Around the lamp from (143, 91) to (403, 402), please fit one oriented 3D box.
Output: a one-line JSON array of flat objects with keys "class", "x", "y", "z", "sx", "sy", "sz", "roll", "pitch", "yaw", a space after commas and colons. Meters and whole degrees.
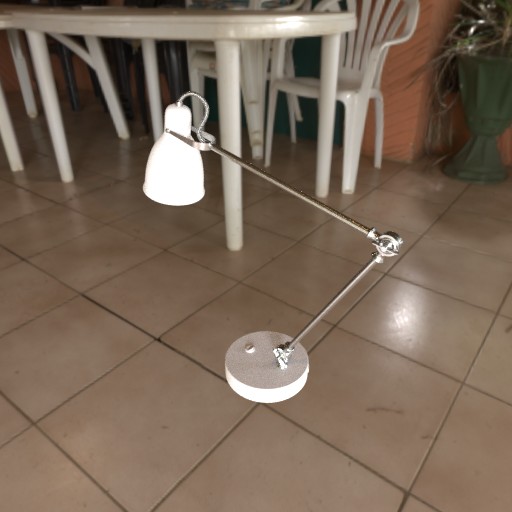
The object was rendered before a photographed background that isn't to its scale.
[{"class": "lamp", "x": 0.000, "y": 0.000, "z": 0.881, "sx": 0.561, "sy": 0.587, "sz": 0.187, "roll": 20, "pitch": 36, "yaw": 31}]
